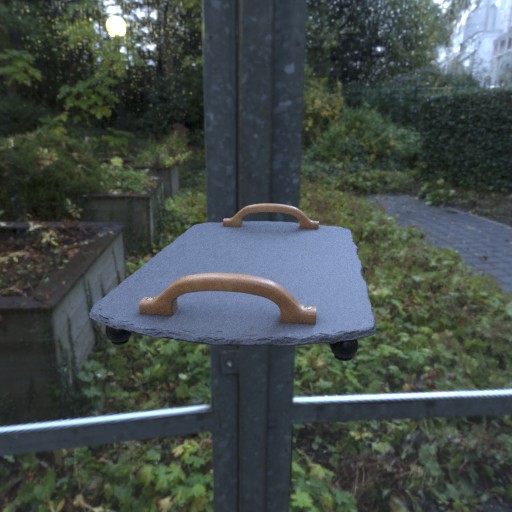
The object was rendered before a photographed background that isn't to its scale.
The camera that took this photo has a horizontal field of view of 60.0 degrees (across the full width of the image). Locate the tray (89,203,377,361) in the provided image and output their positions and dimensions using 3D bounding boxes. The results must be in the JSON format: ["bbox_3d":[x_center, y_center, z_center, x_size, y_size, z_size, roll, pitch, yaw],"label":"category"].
[{"bbox_3d":[0.000,0.000,0.488,0.231,0.062,0.387,2,17,8],"label":"tray"}]
